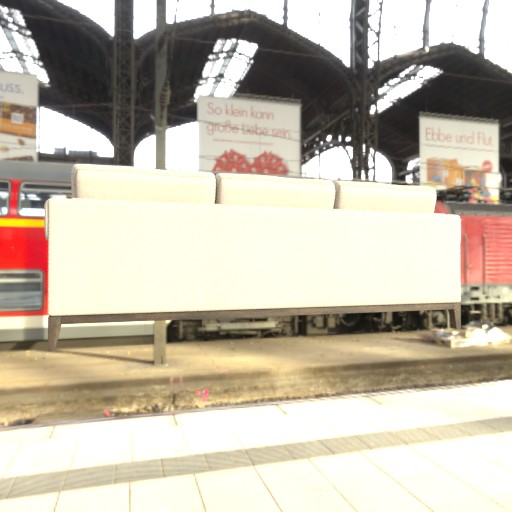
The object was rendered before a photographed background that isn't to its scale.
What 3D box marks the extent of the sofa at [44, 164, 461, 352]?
[{"bbox_3d":[0.000,0.000,2.671,2.210,0.838,0.959,0,-1,-18],"label":"sofa"}]
